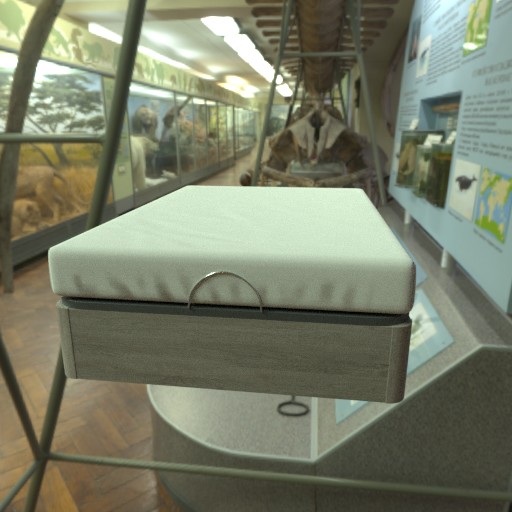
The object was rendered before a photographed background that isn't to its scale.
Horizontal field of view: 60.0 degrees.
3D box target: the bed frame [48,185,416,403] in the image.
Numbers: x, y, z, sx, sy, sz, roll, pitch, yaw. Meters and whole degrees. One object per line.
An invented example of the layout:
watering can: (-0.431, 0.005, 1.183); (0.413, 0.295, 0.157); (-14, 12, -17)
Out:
bed frame: (0.000, 0.000, 2.566); (1.400, 0.561, 1.900); (2, 16, 7)
